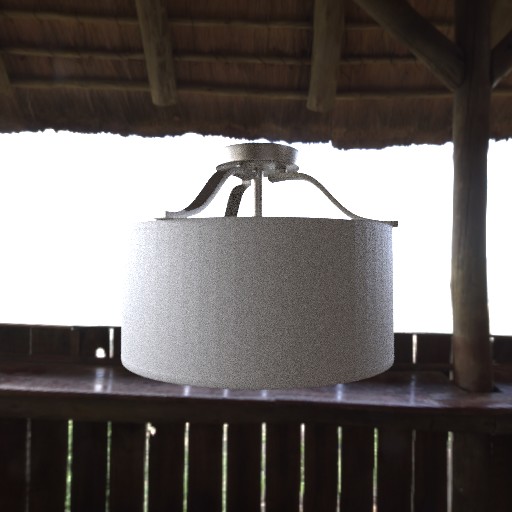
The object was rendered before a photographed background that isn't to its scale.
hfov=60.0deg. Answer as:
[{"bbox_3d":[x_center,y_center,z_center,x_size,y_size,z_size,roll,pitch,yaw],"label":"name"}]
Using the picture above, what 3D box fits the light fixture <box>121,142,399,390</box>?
[{"bbox_3d":[0.000,0.000,0.659,0.395,0.304,0.395,0,-1,0],"label":"light fixture"}]
